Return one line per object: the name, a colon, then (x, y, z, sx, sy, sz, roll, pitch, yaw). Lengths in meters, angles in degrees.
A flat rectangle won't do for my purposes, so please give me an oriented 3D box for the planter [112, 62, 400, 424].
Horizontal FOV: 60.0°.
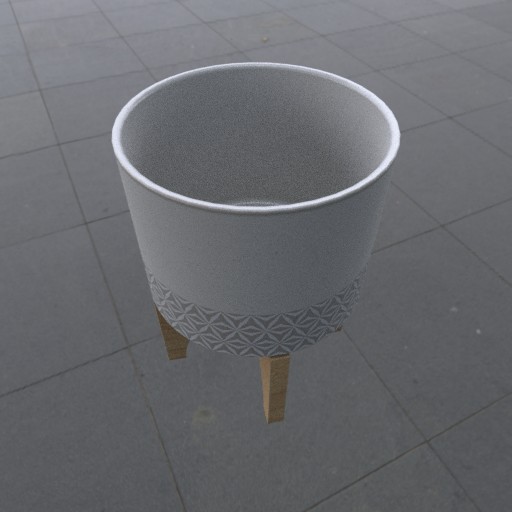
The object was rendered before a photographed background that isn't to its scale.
planter: (0.000, 0.000, 0.513, 0.249, 0.343, 0.249, 0, 46, 0)
